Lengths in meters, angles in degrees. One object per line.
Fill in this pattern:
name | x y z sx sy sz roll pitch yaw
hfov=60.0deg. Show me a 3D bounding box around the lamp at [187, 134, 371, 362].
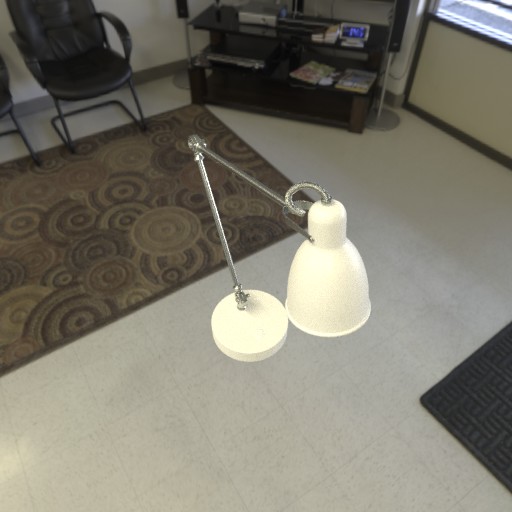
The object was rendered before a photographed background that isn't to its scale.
lamp | 0.000 0.000 0.874 0.187 0.587 0.561 -23 51 -20
